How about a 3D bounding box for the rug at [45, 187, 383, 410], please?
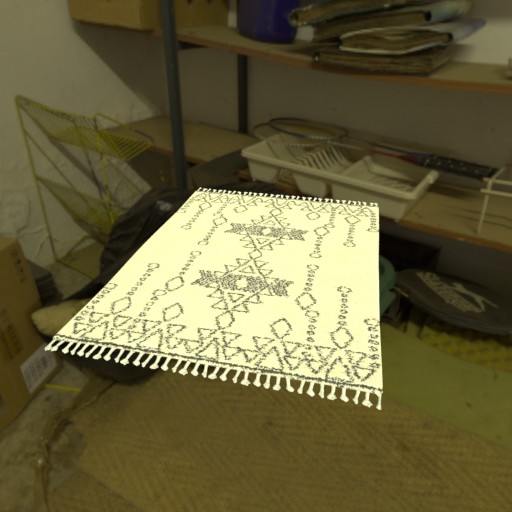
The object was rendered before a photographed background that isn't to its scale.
[{"bbox_3d":[0.000,0.000,3.909,2.125,0.028,3.027,6,30,11],"label":"rug"}]
